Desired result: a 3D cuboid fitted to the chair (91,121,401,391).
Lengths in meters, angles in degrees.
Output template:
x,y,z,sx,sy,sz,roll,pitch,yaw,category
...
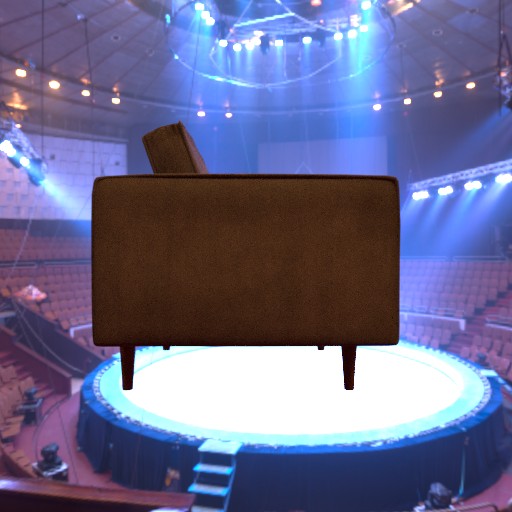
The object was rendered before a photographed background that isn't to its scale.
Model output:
x,y,z,sx,sy,sz,roll,pitch,yaw,category
0.000,0.000,1.559,0.843,0.773,0.928,0,0,0,chair
